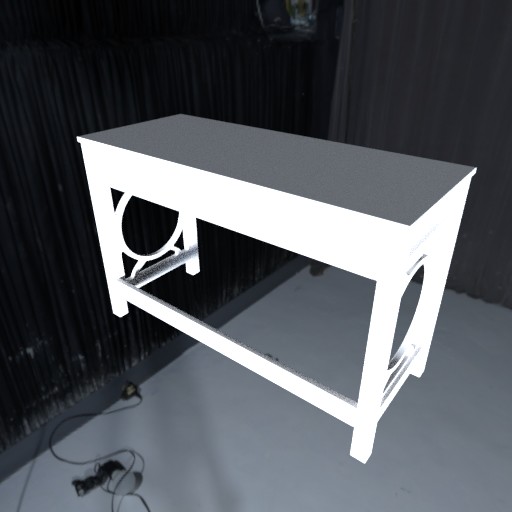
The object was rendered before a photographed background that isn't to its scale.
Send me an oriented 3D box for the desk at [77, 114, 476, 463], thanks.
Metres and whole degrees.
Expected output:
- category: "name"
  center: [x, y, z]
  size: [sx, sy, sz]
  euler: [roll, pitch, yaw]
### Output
- category: "desk"
  center: [0.000, 0.000, 1.579]
  size: [1.191, 0.762, 0.504]
  euler: [21, 35, 33]
